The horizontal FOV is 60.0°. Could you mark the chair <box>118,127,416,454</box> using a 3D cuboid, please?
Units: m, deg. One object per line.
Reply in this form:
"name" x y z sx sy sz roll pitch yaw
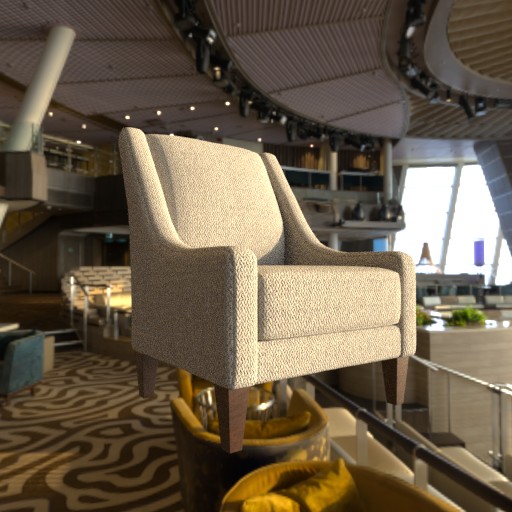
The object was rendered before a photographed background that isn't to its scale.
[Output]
"chair" 0.000 0.000 1.628 0.774 1.014 0.870 1 -2 -36
